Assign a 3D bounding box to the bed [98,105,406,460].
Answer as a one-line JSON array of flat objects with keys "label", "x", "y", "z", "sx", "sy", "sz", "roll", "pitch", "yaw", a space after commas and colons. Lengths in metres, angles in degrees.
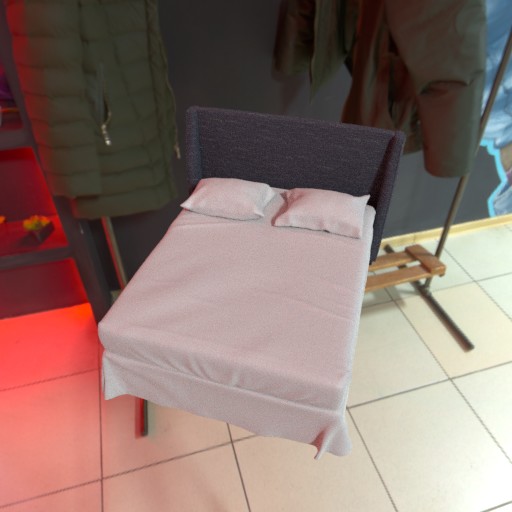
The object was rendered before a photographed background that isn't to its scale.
[{"label": "bed", "x": 0.000, "y": 0.000, "z": 3.451, "sx": 1.925, "sy": 1.332, "sz": 2.276, "roll": 11, "pitch": 42, "yaw": 12}]
